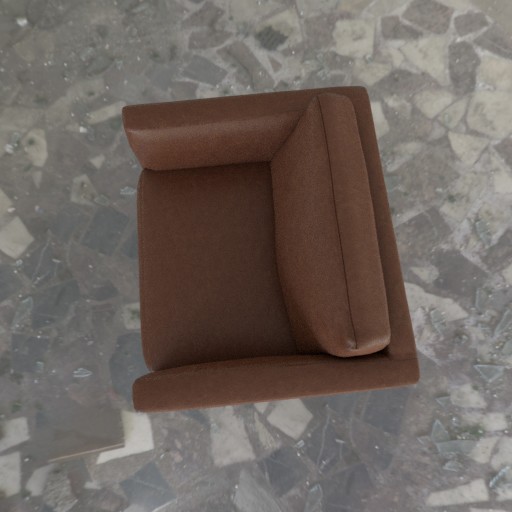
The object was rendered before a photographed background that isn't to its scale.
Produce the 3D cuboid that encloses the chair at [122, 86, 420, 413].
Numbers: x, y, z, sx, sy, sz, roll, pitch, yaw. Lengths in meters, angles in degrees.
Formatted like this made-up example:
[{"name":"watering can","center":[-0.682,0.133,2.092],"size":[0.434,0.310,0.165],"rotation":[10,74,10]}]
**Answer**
[{"name":"chair","center":[0.000,0.000,1.791],"size":[0.959,0.917,1.107],"rotation":[-5,75,-1]}]
